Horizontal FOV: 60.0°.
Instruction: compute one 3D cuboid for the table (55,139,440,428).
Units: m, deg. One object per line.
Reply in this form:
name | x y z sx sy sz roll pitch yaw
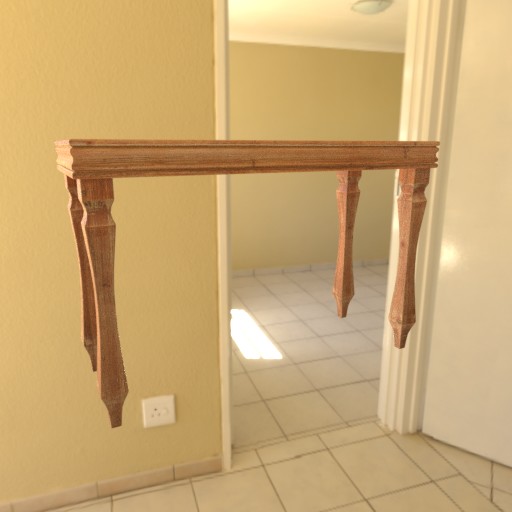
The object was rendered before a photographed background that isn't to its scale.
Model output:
table | 0.000 0.000 1.740 1.330 0.873 0.522 -7 16 -27
